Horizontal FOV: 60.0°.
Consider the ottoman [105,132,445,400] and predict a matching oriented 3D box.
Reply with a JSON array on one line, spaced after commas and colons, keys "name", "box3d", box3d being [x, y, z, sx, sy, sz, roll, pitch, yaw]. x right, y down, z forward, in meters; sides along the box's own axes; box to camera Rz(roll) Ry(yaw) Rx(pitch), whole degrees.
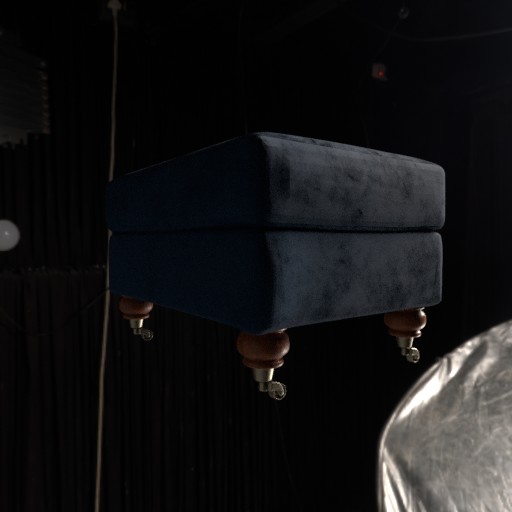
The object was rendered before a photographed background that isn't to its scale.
[{"name": "ottoman", "box3d": [0.000, 0.000, 1.164, 0.572, 0.503, 0.773, -1, 2, -36]}]
